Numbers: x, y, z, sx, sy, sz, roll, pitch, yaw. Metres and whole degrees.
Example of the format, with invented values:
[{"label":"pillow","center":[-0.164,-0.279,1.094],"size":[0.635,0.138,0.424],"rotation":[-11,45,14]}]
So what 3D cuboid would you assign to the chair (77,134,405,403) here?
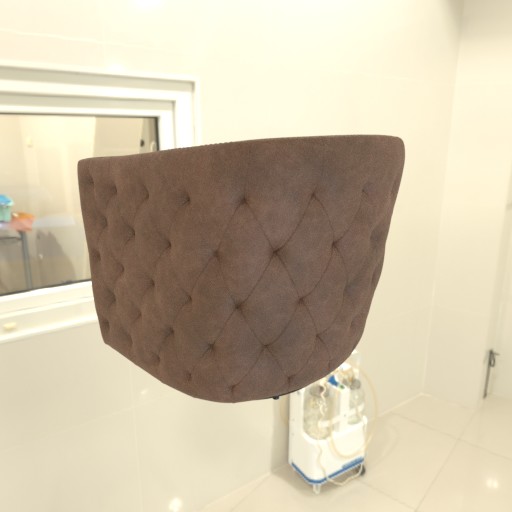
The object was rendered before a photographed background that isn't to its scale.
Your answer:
[{"label":"chair","center":[0.000,0.000,1.502],"size":[0.850,0.790,0.870],"rotation":[-14,20,-41]}]
